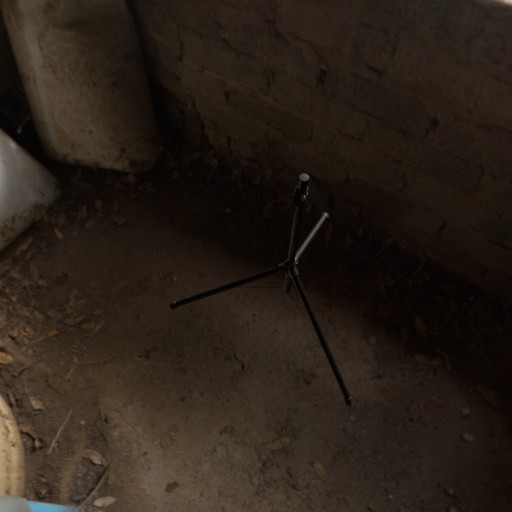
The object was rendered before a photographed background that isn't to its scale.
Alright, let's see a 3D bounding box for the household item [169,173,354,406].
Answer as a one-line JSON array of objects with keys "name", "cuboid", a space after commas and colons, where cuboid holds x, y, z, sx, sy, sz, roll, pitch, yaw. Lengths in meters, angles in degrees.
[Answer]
[{"name": "household item", "cuboid": [0.000, 0.000, 2.774, 1.339, 1.595, 1.596, -1, 63, -1]}]
